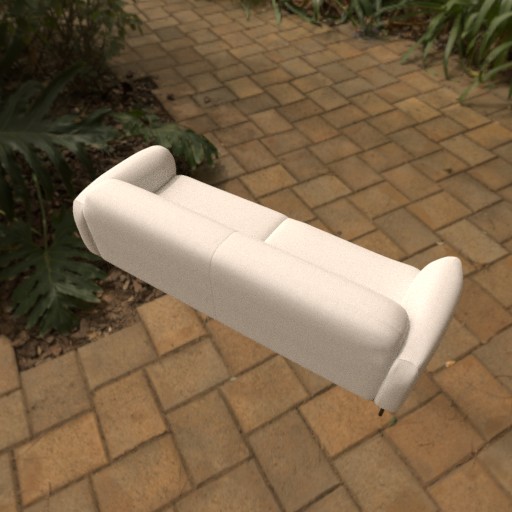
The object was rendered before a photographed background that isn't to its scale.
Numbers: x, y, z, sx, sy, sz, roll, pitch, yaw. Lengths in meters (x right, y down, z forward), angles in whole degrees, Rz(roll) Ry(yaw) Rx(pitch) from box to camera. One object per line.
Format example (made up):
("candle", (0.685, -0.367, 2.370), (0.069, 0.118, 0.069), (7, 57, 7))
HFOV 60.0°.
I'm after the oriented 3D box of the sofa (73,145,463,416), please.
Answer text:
("sofa", (0.000, 0.000, 2.693), (2.257, 0.780, 0.880), (24, 51, 21))
